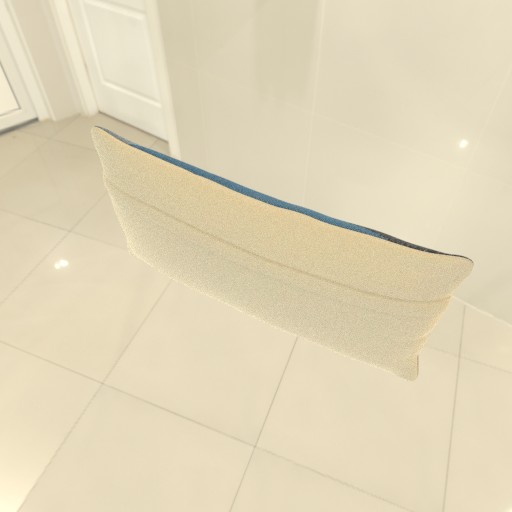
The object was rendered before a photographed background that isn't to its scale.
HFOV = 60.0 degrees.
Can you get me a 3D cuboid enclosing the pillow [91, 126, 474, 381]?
[{"bbox_3d":[0.000,0.000,0.723,0.604,0.307,0.148,22,52,19],"label":"pillow"}]
